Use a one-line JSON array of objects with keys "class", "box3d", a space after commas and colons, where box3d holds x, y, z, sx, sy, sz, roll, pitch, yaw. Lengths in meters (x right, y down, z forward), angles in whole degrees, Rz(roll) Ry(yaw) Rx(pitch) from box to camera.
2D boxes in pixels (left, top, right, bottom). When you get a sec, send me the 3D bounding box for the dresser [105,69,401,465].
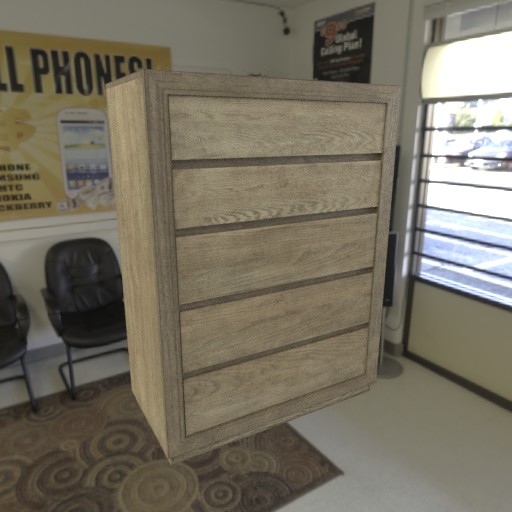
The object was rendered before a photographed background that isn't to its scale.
[{"class": "dresser", "box3d": [0.000, 0.000, 1.792, 0.967, 1.295, 0.483, -9, 18, -28]}]
